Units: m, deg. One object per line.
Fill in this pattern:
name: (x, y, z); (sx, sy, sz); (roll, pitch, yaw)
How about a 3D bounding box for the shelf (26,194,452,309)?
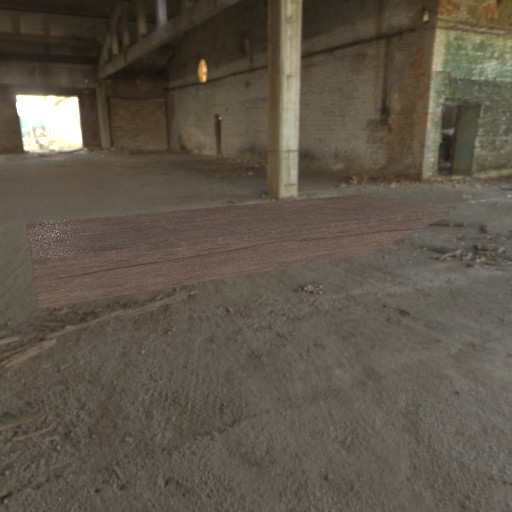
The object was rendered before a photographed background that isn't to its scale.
shelf: (0.000, 0.000, 0.679); (0.610, 0.125, 0.200); (-8, 18, -27)
